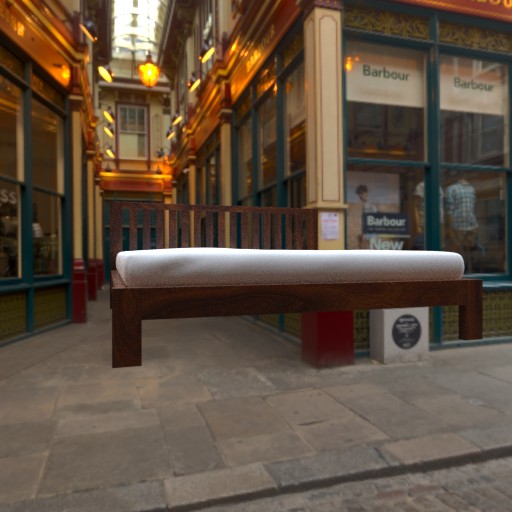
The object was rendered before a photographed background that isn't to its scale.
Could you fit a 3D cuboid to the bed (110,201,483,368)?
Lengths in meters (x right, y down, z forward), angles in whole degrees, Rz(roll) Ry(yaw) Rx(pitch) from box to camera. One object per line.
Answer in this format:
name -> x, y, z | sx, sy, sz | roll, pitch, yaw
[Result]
bed -> 0.000, 0.000, 3.054 | 1.905, 0.890, 2.030 | 0, 0, -18
